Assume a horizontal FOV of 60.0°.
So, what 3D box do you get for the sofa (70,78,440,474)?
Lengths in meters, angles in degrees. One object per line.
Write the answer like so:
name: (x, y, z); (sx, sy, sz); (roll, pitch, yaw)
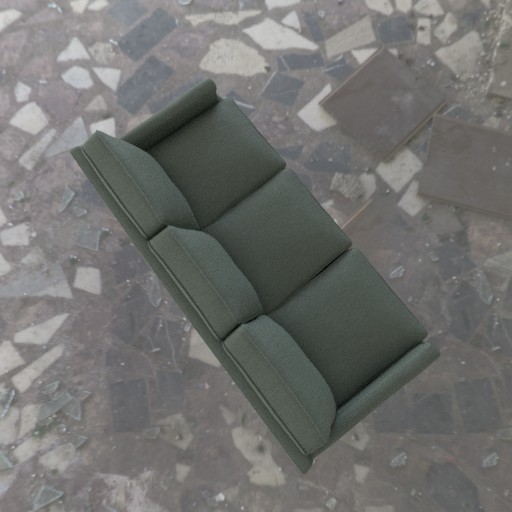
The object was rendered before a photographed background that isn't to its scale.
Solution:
sofa: (0.000, 0.000, 2.759); (1.084, 1.003, 2.246); (-37, 79, -8)
